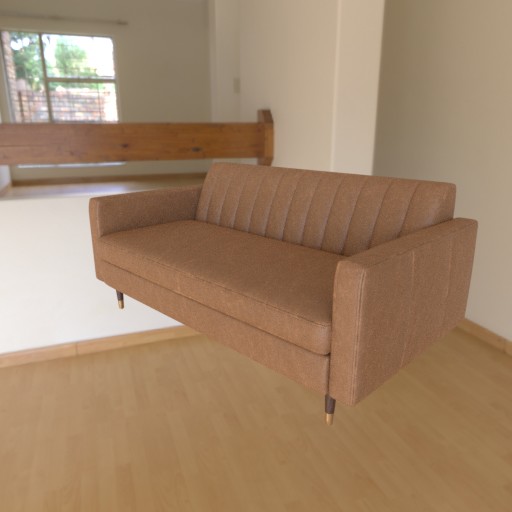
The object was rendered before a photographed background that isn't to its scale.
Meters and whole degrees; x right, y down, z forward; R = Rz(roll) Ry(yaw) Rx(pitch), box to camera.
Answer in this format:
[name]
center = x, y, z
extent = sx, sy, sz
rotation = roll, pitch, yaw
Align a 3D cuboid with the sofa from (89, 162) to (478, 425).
[sofa]
center = 0.000, 0.000, 2.307
extent = 1.847, 0.821, 0.993
rotation = 16, 23, 42
